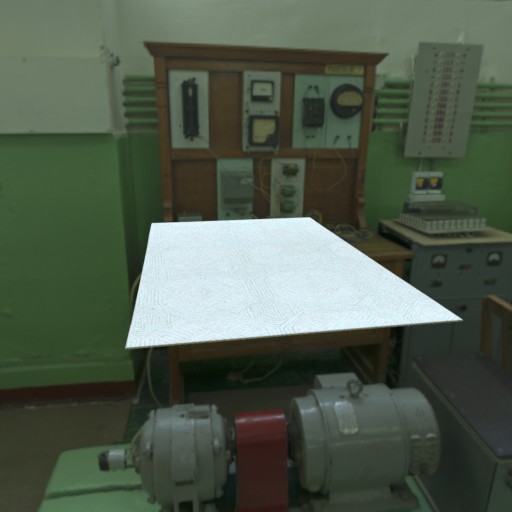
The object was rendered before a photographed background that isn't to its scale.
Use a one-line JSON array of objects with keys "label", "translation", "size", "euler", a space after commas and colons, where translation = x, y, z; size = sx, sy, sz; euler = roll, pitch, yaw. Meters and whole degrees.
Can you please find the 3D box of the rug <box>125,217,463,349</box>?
[{"label": "rug", "translation": [0.000, 0.000, 3.083], "size": [1.524, 0.008, 2.440], "euler": [-3, 17, -10]}]
